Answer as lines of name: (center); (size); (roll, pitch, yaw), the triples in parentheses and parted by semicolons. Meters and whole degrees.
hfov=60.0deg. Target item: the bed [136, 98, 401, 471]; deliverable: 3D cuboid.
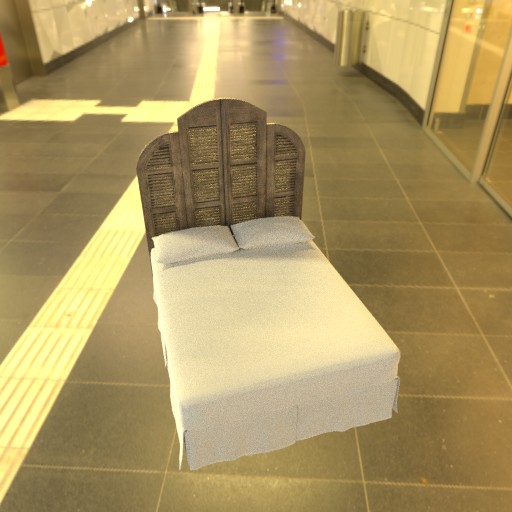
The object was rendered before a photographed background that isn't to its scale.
bed: (0.000, 0.000, 3.573); (1.713, 2.019, 2.138); (-9, 34, -14)
